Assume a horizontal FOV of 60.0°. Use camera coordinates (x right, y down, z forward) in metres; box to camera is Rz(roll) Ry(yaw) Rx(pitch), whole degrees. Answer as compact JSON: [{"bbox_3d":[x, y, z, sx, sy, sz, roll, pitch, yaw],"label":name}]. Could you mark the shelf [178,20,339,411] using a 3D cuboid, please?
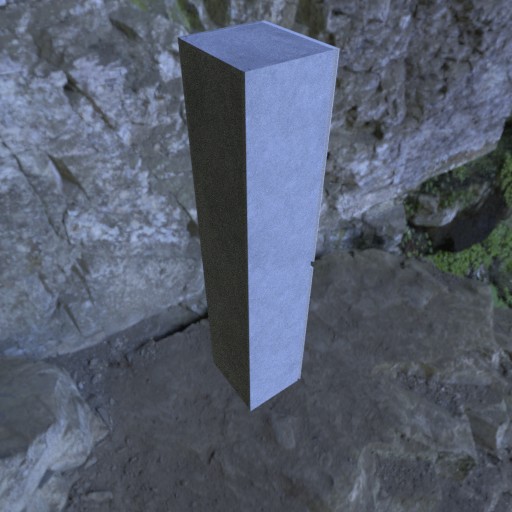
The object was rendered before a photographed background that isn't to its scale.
[{"bbox_3d":[0.000,0.000,1.547,0.270,1.400,0.300,-25,48,-25],"label":"shelf"}]
